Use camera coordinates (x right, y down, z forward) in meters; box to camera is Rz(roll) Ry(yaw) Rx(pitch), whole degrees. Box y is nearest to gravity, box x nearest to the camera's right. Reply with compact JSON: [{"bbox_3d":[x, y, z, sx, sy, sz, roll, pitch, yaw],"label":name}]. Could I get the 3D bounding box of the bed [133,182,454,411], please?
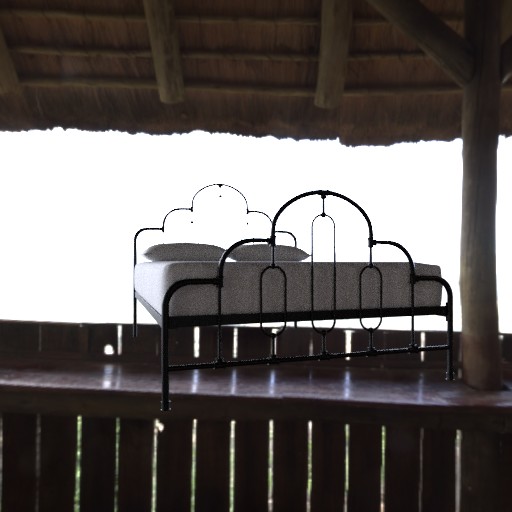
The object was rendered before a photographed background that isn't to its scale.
[{"bbox_3d":[0.000,0.000,3.264,1.626,1.444,2.181,0,-1,-19],"label":"bed"}]
